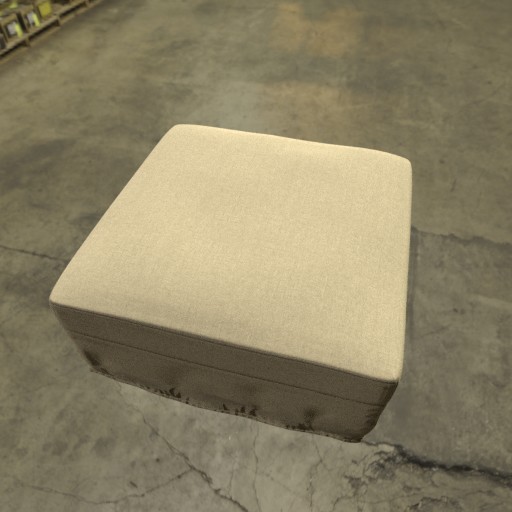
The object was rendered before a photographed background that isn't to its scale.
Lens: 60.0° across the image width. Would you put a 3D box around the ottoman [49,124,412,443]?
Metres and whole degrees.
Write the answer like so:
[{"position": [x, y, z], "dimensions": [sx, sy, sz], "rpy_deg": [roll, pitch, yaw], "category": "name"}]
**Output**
[{"position": [0.000, 0.000, 1.354], "dimensions": [0.843, 0.436, 0.840], "rpy_deg": [11, 48, 10], "category": "ottoman"}]
